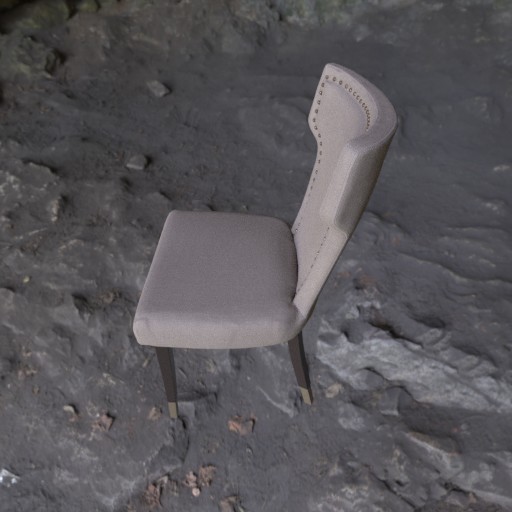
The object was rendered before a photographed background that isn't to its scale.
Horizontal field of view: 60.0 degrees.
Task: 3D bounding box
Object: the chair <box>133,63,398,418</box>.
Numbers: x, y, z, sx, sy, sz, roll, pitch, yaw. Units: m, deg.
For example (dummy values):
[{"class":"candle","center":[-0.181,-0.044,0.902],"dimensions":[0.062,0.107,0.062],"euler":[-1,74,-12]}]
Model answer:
[{"class":"chair","center":[0.000,0.000,1.308],"dimensions":[0.630,0.955,0.526],"euler":[2,41,2]}]
